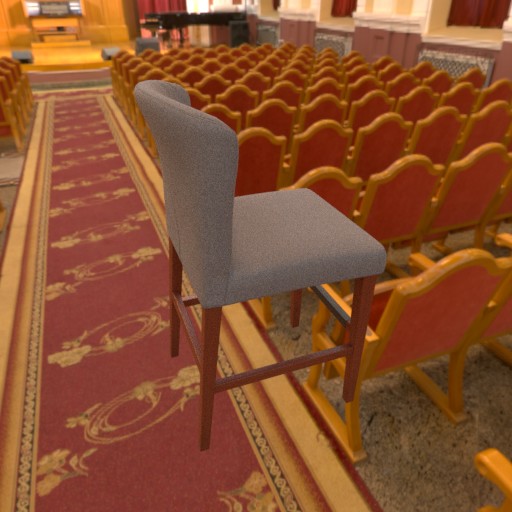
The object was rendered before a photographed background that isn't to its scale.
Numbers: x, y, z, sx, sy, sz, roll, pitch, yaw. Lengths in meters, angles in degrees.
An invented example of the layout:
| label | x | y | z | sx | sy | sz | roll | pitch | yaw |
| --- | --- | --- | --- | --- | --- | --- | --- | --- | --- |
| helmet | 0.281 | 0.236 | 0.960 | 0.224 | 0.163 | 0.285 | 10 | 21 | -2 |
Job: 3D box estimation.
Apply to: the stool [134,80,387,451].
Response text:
| label | x | y | z | sx | sy | sz | roll | pitch | yaw |
| --- | --- | --- | --- | --- | --- | --- | --- | --- | --- |
| stool | 0.000 | 0.000 | 1.295 | 0.568 | 0.968 | 0.481 | -11 | 32 | -18 |
